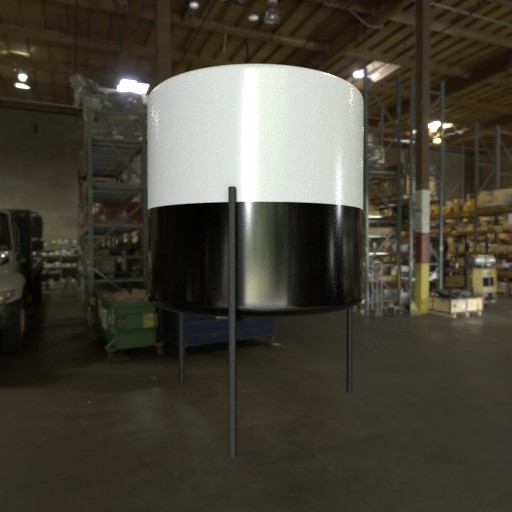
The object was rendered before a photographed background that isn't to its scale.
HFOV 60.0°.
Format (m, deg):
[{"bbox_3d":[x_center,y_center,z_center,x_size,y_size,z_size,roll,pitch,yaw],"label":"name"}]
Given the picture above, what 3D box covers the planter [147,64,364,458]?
[{"bbox_3d":[0.000,0.000,0.643,0.310,0.432,0.310,-1,1,-36],"label":"planter"}]
